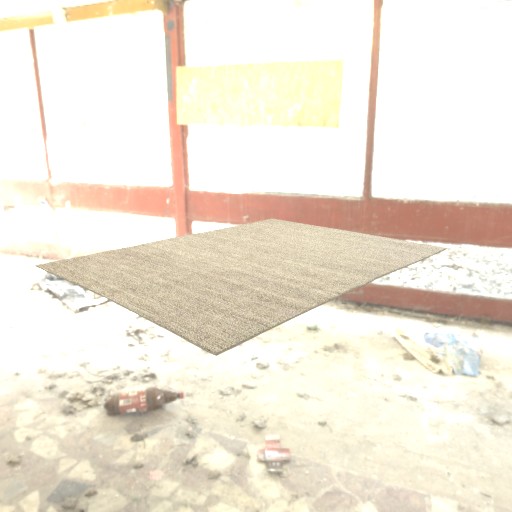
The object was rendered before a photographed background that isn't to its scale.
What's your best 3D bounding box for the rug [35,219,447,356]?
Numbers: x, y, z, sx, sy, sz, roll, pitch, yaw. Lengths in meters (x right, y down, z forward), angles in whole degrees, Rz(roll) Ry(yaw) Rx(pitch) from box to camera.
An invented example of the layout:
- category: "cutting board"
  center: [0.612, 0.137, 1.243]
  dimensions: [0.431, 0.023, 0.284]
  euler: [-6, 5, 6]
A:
- category: "rug"
  center: [0.000, 0.000, 4.271]
  dimensions: [2.434, 0.045, 3.202]
  euler: [14, 21, 42]
